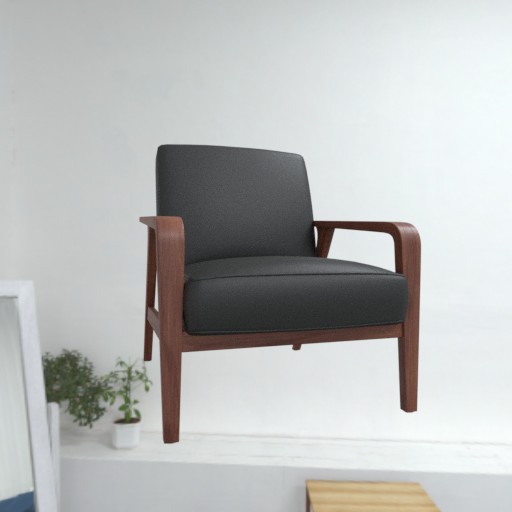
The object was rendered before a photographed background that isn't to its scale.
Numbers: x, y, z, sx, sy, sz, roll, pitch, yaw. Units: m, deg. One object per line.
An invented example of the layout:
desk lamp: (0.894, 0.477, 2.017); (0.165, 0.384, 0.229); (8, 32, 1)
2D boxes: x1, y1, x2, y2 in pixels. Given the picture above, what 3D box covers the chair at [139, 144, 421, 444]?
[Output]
chair: (0.000, 0.000, 1.489); (0.719, 0.861, 0.889); (0, 1, -18)
